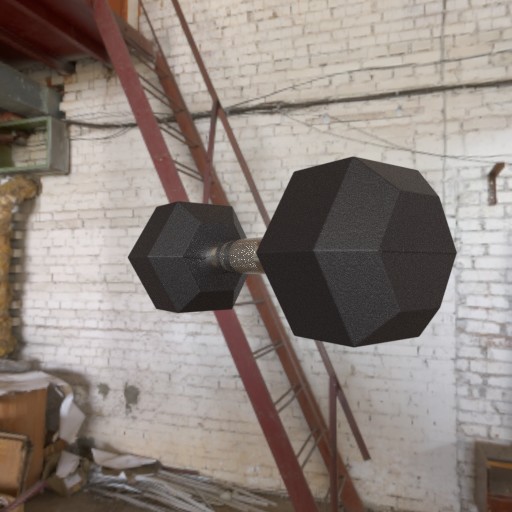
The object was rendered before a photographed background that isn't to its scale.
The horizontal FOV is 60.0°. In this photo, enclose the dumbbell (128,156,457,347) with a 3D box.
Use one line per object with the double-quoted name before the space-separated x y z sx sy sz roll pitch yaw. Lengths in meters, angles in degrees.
"dumbbell" 0.000 0.000 0.427 0.141 0.123 0.356 1 -1 -36
